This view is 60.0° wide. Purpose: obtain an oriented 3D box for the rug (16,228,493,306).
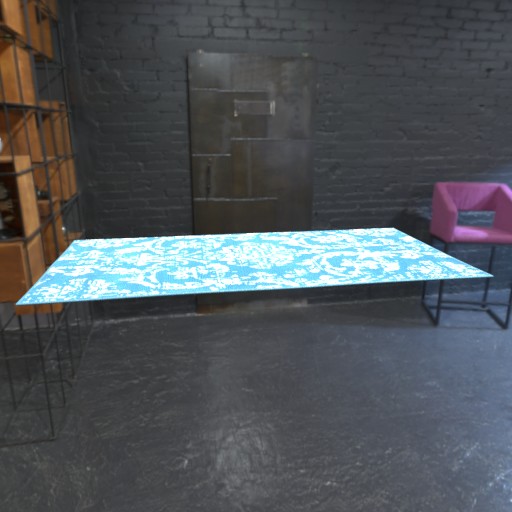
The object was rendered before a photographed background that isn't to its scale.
[{"bbox_3d":[0.000,0.000,1.397,1.219,0.007,0.604,-3,16,-9],"label":"rug"}]
